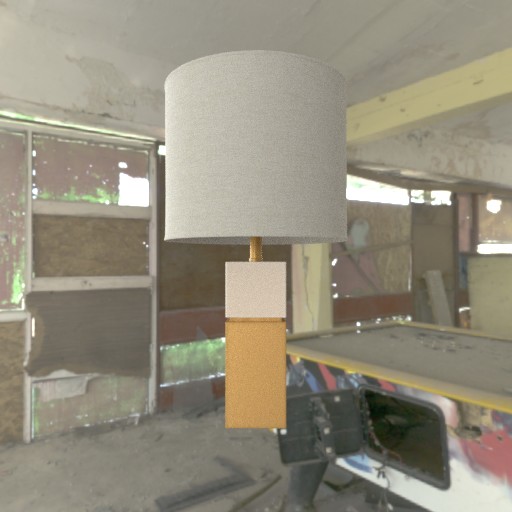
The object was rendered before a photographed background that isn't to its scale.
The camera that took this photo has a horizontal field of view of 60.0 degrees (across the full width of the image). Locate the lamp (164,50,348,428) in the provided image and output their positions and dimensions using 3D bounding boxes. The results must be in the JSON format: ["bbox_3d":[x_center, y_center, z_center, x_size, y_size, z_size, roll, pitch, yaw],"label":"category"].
[{"bbox_3d":[0.000,0.000,0.564,0.229,0.417,0.229,0,-1,0],"label":"lamp"}]
